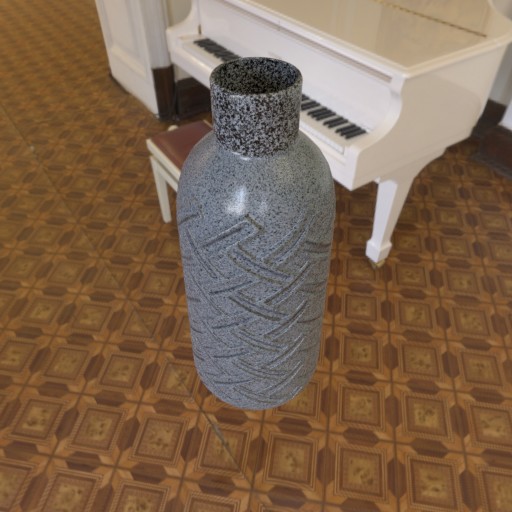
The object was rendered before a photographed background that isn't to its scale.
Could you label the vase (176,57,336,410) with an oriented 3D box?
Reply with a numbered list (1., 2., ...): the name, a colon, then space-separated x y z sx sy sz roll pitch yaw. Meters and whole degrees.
1. vase: 0.000 0.000 0.343 0.122 0.282 0.122 0 45 0
